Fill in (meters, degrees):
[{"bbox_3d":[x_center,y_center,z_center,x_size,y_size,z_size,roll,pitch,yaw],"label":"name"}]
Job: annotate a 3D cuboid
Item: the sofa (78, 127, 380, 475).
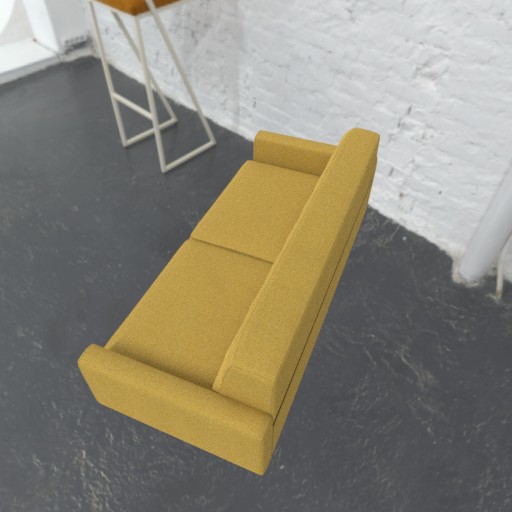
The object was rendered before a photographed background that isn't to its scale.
[{"bbox_3d":[0.000,0.000,2.514,0.909,0.841,2.029,17,49,16],"label":"sofa"}]
